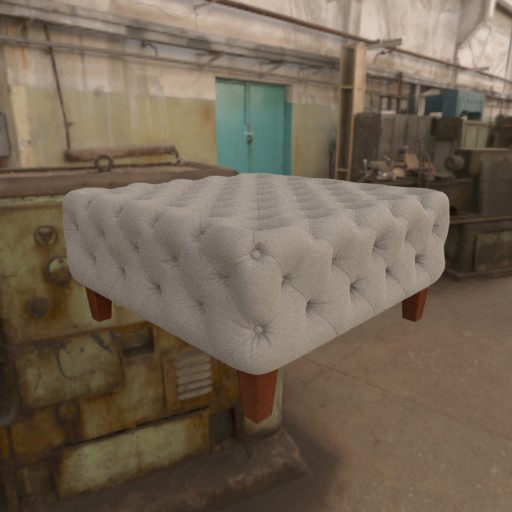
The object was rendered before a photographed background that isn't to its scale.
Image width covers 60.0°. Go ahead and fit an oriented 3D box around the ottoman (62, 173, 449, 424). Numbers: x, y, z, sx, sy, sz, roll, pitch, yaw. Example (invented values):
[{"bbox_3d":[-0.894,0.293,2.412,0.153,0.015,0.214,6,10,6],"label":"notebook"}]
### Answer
[{"bbox_3d":[0.000,0.000,1.433,0.911,0.439,0.917,16,22,43],"label":"ottoman"}]
